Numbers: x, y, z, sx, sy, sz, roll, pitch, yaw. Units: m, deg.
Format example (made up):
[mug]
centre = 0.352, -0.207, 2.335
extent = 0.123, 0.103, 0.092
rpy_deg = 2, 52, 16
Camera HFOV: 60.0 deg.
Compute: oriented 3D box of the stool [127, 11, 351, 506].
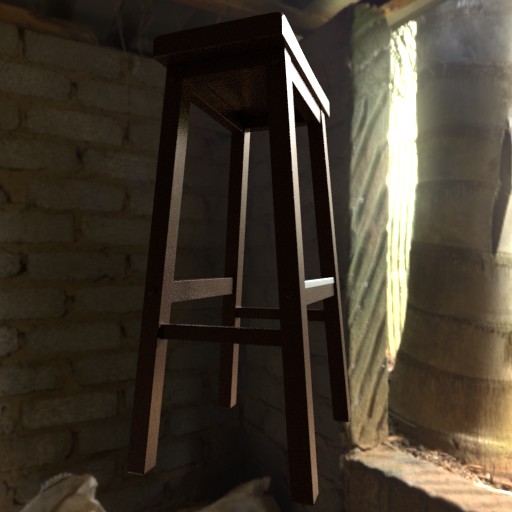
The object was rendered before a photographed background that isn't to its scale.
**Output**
[stool]
centre = 0.000, 0.000, 0.898
extent = 0.322, 0.742, 0.406
rpy_deg = -1, -2, 20
